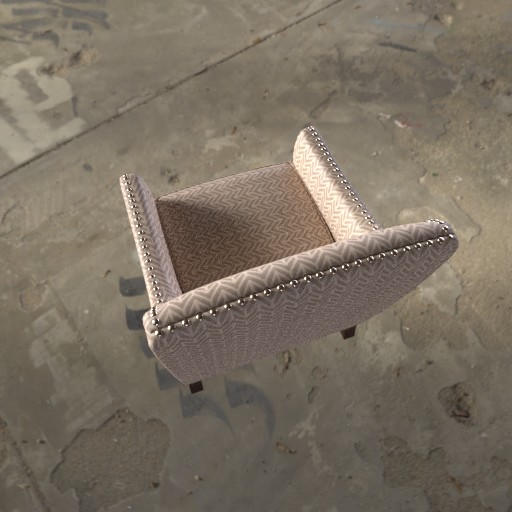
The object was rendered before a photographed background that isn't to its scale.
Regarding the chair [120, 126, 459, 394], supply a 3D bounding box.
[{"bbox_3d":[0.000,0.000,1.280,0.623,0.816,0.651,-17,60,-10],"label":"chair"}]
